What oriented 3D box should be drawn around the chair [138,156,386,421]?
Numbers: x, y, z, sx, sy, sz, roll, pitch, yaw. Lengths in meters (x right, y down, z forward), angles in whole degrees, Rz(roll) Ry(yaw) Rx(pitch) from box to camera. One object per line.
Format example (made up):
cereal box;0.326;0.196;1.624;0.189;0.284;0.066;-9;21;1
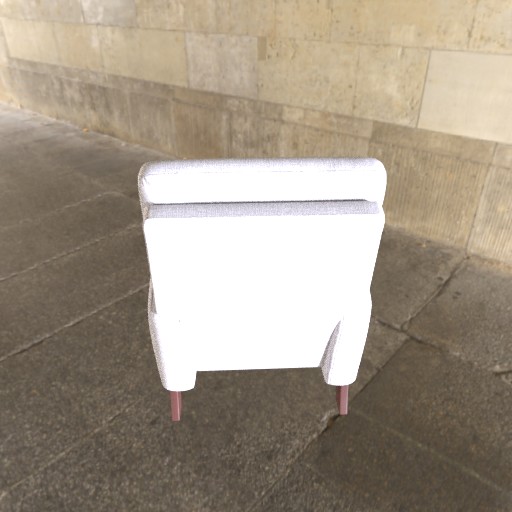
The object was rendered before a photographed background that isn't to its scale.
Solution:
chair;0.000;0.000;1.699;0.762;0.990;0.990;-1;30;-2
